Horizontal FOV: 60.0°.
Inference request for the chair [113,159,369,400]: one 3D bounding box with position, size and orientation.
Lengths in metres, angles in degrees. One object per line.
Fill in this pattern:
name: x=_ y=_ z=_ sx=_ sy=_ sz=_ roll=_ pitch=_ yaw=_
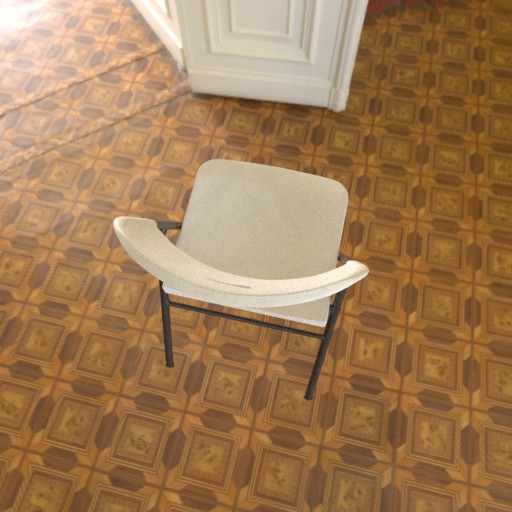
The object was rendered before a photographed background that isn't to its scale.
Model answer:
chair: x=0.000 y=0.000 z=1.190 sx=0.494 sy=0.810 sz=0.566 roll=12 pitch=65 yaw=6
